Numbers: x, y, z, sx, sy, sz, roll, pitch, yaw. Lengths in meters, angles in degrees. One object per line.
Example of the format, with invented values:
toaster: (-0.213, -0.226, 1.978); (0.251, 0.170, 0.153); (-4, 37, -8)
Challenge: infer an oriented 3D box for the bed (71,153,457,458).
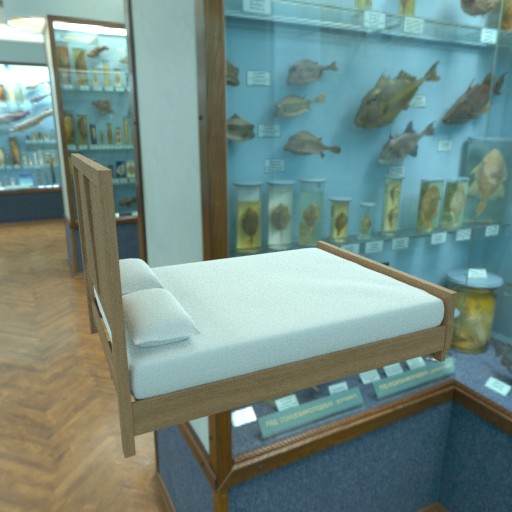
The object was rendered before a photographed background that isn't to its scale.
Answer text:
bed: (0.000, 0.000, 3.130); (2.184, 1.387, 1.606); (-7, 17, -24)
